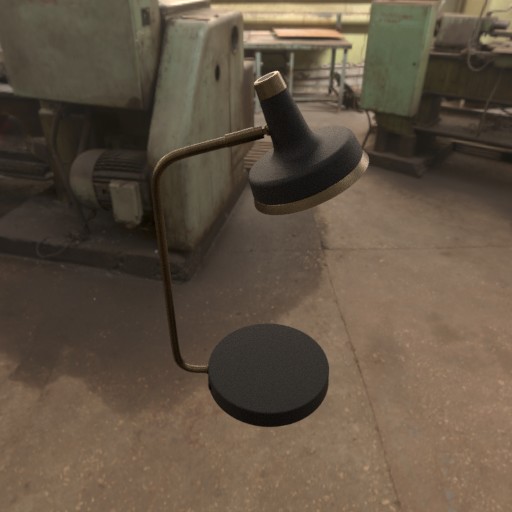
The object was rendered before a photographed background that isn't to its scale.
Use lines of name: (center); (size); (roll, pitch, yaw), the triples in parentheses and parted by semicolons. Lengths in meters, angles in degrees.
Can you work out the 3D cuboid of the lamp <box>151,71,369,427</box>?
lamp: (0.000, 0.000, 0.494); (0.218, 0.385, 0.162); (0, 33, 0)
